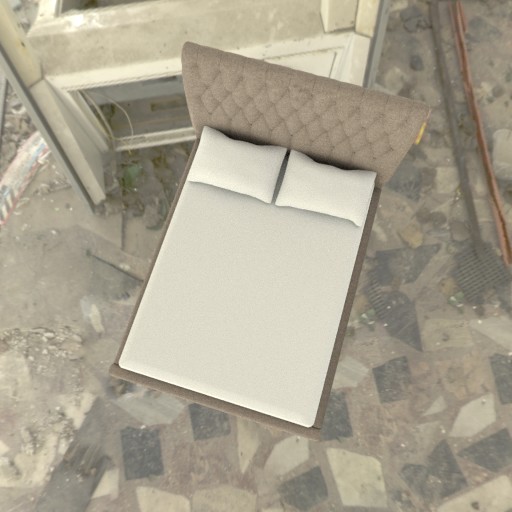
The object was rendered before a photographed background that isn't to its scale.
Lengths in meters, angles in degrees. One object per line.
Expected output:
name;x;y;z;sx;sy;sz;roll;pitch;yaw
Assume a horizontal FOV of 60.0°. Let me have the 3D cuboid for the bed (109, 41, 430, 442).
bed;0.000;0.000;3.243;1.645;1.371;2.252;16;76;4
